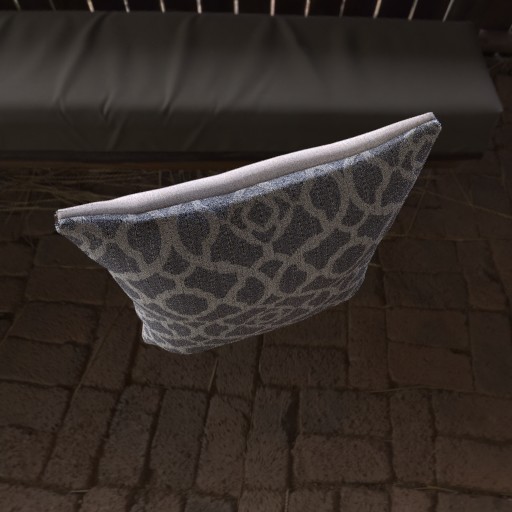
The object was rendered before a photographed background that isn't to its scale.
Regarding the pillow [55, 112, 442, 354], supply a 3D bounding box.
[{"bbox_3d":[0.000,0.000,0.768,0.508,0.498,0.215,-16,65,-8],"label":"pillow"}]
